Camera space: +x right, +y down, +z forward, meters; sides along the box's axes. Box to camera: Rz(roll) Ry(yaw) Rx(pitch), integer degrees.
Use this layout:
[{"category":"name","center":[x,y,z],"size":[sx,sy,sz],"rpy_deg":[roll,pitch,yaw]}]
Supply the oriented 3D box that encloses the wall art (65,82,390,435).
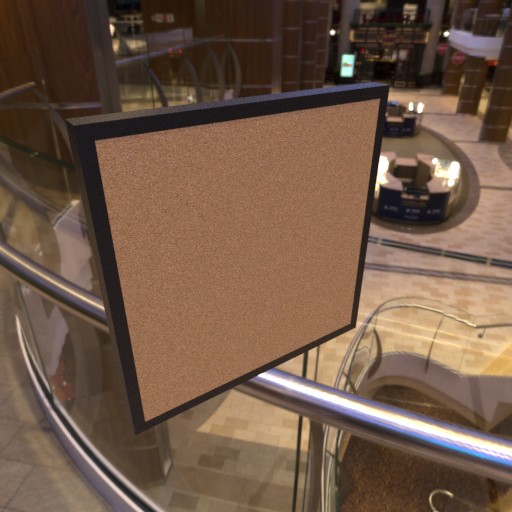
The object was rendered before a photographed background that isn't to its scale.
[{"category":"wall art","center":[0.000,0.000,0.748],"size":[0.508,0.508,0.038],"rpy_deg":[-18,34,-29]}]
